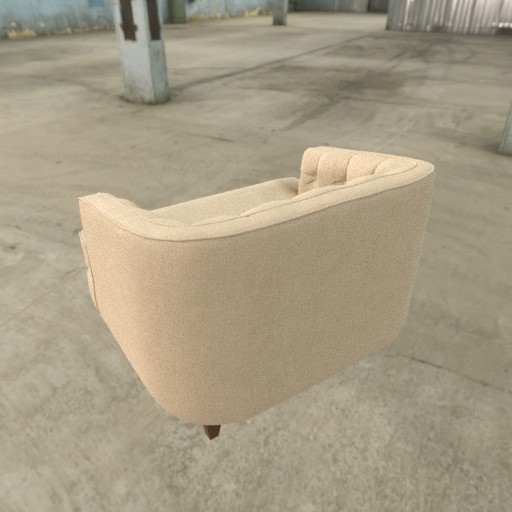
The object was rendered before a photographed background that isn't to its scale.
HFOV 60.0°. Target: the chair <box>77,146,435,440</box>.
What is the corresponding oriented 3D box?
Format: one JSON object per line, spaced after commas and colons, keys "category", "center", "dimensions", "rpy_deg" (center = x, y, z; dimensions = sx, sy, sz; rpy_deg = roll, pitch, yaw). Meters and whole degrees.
{"category": "chair", "center": [0.000, 0.000, 1.703], "dimensions": [1.118, 0.787, 0.914], "rpy_deg": [-18, 35, -29]}
